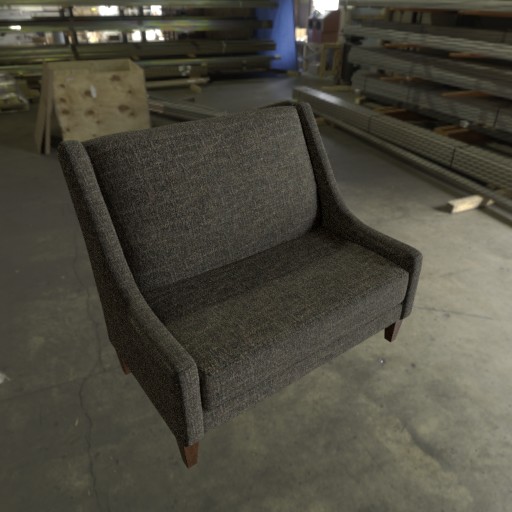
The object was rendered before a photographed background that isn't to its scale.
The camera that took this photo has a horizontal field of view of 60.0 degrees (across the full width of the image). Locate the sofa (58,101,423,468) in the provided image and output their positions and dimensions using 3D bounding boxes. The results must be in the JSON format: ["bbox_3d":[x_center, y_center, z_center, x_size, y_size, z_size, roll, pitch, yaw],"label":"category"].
[{"bbox_3d":[0.000,0.000,1.902,1.242,1.021,0.870,-21,36,-31],"label":"sofa"}]
